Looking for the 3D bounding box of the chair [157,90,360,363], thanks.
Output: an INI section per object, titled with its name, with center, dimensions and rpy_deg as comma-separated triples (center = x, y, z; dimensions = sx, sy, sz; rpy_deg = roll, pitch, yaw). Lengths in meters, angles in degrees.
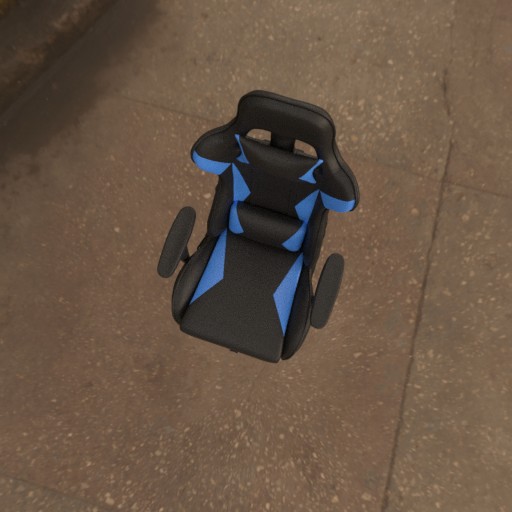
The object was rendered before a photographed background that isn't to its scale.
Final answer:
[chair]
center = 0.000, 0.000, 1.736
dimensions = 0.695, 1.282, 0.730
rpy_deg = 18, 76, 5
